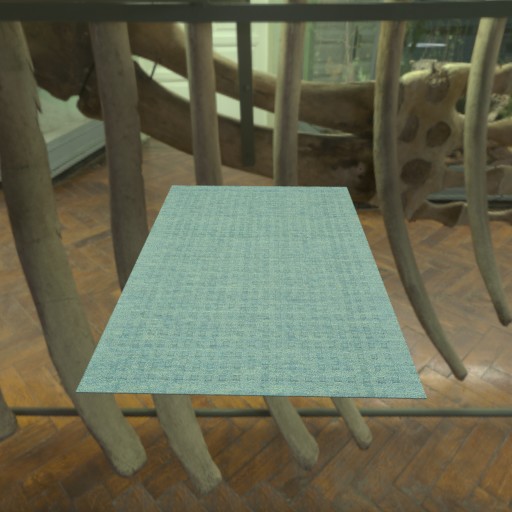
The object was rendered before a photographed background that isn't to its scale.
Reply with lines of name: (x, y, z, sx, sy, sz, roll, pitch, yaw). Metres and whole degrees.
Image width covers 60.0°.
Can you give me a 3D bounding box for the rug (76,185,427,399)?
rug: (0.000, 0.000, 2.889, 1.522, 0.006, 2.286, 1, 32, 1)
